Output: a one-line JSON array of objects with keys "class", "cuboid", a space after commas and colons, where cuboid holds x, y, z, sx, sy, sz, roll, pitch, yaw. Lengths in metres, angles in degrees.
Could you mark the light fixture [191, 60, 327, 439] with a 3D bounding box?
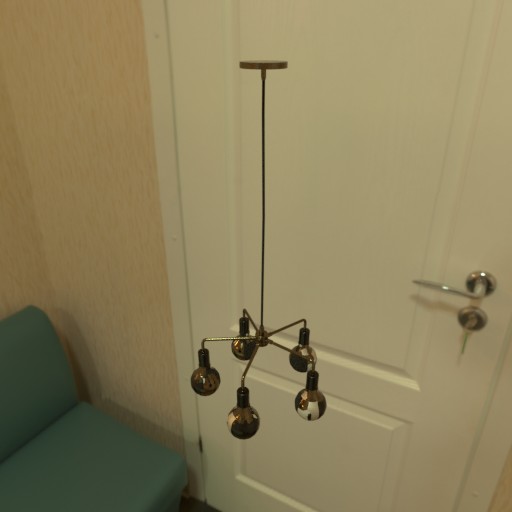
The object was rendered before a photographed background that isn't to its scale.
[{"class": "light fixture", "cuboid": [0.000, 0.000, 1.228, 0.421, 0.988, 0.438, 0, 26, -1]}]
